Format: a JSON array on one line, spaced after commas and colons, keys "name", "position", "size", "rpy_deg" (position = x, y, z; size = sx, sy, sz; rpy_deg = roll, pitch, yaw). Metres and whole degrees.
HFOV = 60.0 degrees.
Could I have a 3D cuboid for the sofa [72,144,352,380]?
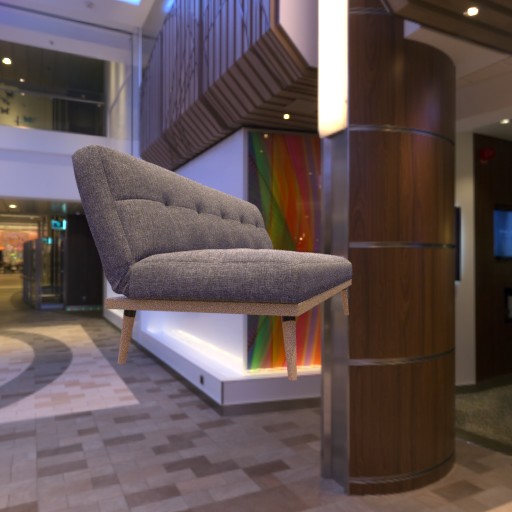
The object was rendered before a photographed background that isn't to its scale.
[{"name": "sofa", "position": [0.000, 0.000, 2.263], "size": [0.820, 0.770, 1.820], "rpy_deg": [0, -1, 17]}]
